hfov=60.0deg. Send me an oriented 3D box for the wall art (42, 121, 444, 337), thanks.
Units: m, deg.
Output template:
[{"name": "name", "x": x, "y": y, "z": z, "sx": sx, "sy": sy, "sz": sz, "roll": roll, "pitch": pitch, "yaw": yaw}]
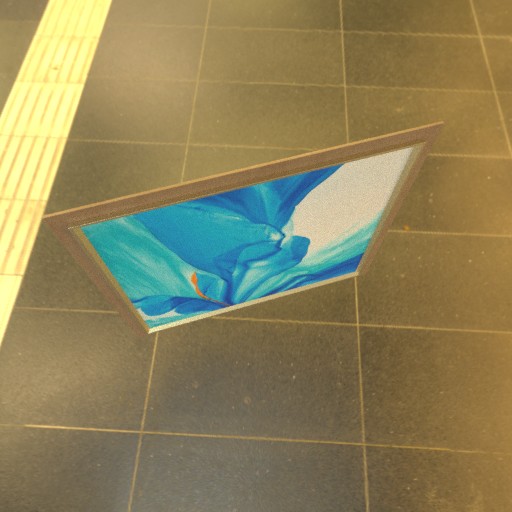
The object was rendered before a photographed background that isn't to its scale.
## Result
[{"name": "wall art", "x": 0.000, "y": 0.000, "z": 1.712, "sx": 1.168, "sy": 1.067, "sz": 0.025, "roll": -15, "pitch": 64, "yaw": -7}]
